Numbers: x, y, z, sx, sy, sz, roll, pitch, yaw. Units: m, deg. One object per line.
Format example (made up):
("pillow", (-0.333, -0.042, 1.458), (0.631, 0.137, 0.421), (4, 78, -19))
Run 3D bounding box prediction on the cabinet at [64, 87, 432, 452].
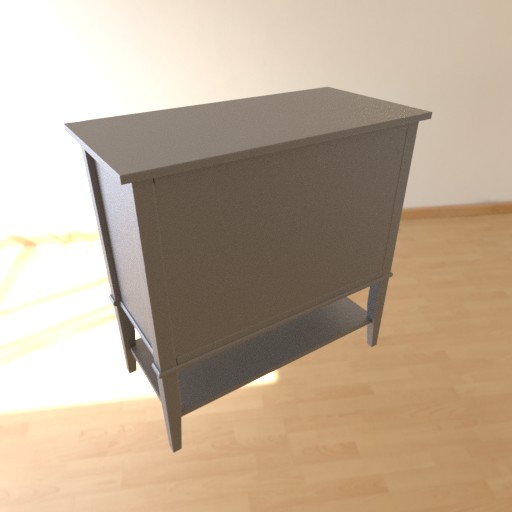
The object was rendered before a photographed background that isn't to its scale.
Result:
("cabinet", (0.000, 0.000, 1.268), (0.801, 0.780, 0.396), (-19, 36, -28))
